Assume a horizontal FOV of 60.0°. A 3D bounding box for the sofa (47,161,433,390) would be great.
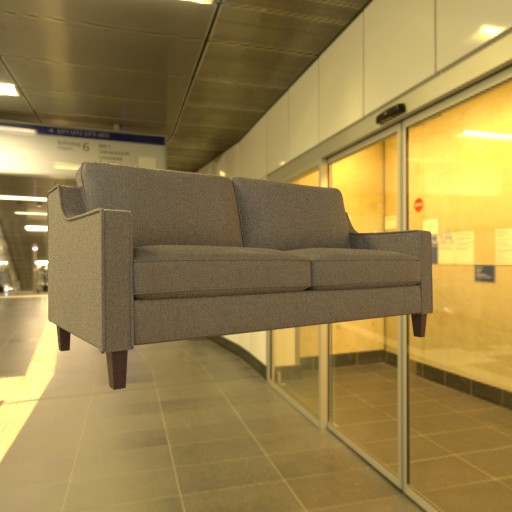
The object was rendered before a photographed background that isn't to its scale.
[{"bbox_3d":[0.000,0.000,2.729,2.181,1.074,1.073,0,-1,-36],"label":"sofa"}]
